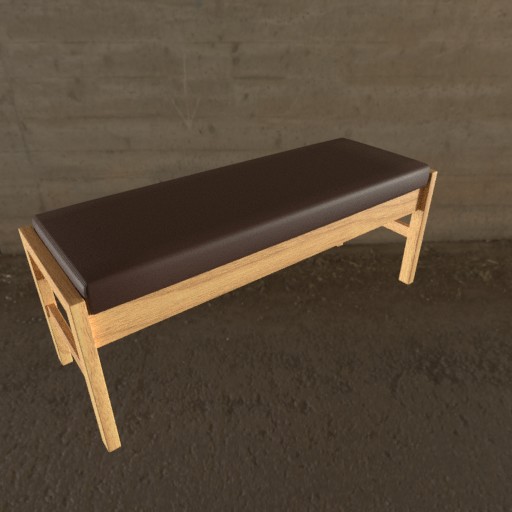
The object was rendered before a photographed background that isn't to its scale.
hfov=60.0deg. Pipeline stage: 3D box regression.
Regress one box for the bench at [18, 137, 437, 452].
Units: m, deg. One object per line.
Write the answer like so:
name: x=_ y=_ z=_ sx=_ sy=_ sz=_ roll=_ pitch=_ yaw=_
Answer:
bench: x=0.000 y=0.000 z=1.396 sx=1.200 sy=0.480 sz=0.405 roll=-22 pitch=37 yaw=-31
